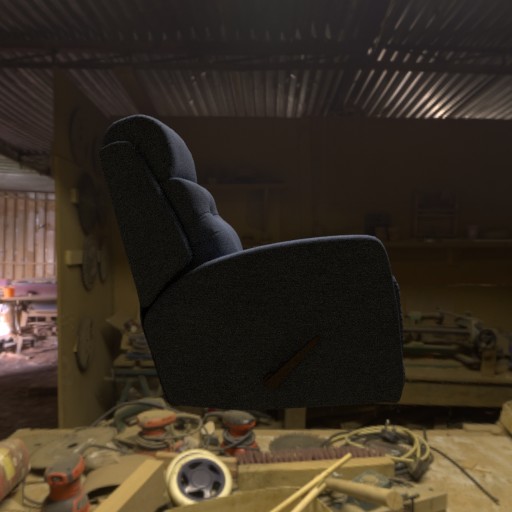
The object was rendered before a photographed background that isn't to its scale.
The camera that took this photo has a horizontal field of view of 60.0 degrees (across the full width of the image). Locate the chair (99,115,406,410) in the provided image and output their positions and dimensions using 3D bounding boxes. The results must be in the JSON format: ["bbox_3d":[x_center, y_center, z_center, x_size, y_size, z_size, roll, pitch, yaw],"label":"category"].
[{"bbox_3d":[0.000,0.000,1.747,1.043,1.013,0.798,0,1,0],"label":"chair"}]
